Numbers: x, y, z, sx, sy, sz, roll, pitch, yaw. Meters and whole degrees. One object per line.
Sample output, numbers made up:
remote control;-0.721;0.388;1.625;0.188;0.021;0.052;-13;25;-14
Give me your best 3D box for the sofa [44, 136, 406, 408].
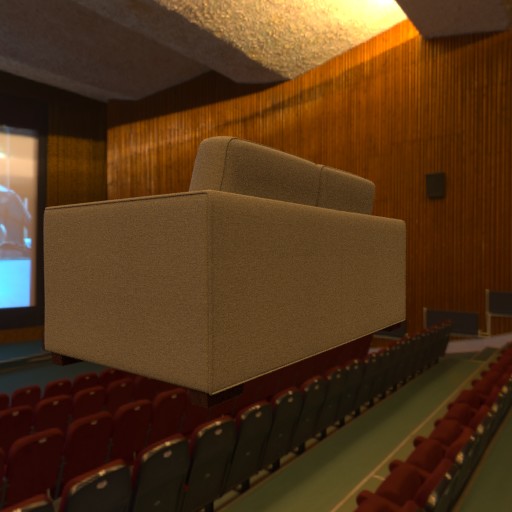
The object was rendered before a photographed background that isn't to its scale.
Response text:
sofa;0.000;0.000;2.362;1.007;0.924;1.812;1;1;37
